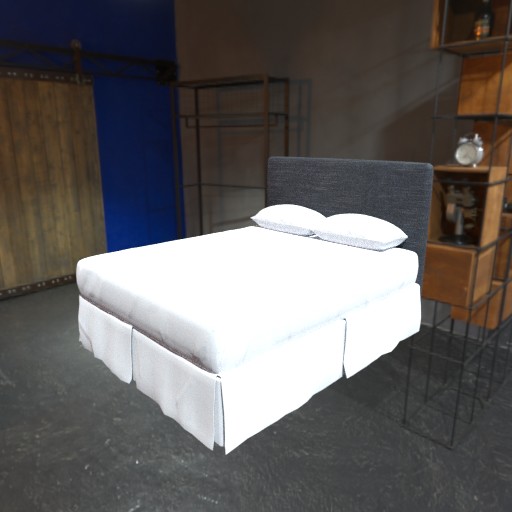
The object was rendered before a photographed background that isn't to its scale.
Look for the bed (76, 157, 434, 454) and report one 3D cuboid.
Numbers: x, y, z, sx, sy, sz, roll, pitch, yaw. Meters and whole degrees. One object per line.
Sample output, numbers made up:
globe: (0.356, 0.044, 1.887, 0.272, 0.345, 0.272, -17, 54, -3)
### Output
bed: (0.000, 0.000, 3.252, 2.142, 1.330, 1.723, -14, 20, -42)
